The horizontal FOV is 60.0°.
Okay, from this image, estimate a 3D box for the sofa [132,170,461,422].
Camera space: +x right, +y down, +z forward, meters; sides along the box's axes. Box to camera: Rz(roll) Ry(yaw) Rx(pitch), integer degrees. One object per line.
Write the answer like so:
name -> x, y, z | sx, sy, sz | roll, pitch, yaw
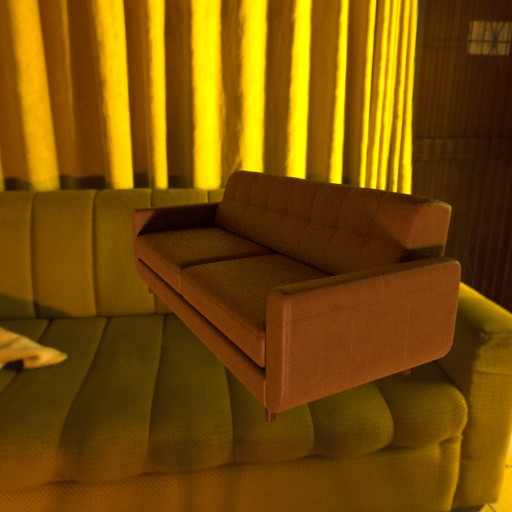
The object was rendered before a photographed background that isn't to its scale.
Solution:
sofa -> 0.000, 0.000, 2.655 | 0.980, 0.892, 2.137 | -8, 17, -28
